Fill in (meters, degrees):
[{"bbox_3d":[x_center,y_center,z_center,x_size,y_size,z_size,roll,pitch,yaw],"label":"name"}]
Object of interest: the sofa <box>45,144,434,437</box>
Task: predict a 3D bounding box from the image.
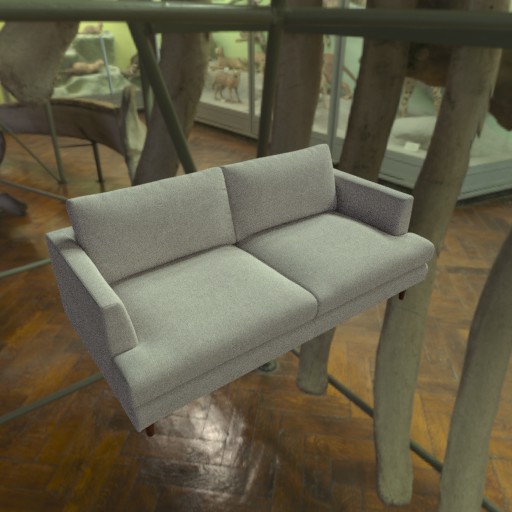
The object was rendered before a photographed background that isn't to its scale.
[{"bbox_3d":[0.000,0.000,2.498,1.948,0.868,1.020,-20,35,-31],"label":"sofa"}]
